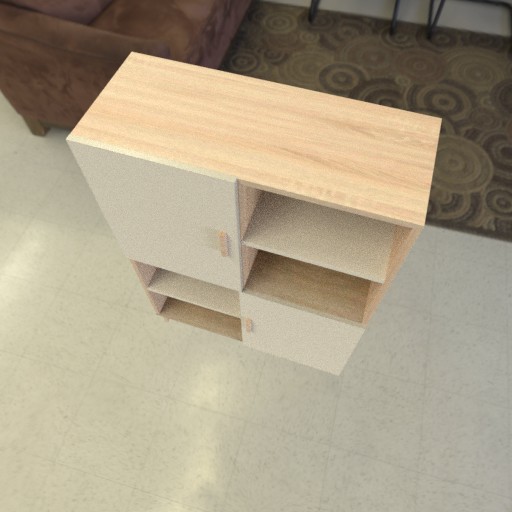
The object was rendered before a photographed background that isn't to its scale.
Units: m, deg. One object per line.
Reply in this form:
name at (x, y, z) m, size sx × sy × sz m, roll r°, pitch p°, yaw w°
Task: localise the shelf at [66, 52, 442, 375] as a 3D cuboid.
shelf at (0.000, 0.000, 1.866) m, size 0.995 × 1.405 × 0.434 m, roll 16°, pitch 61°, yaw 9°
